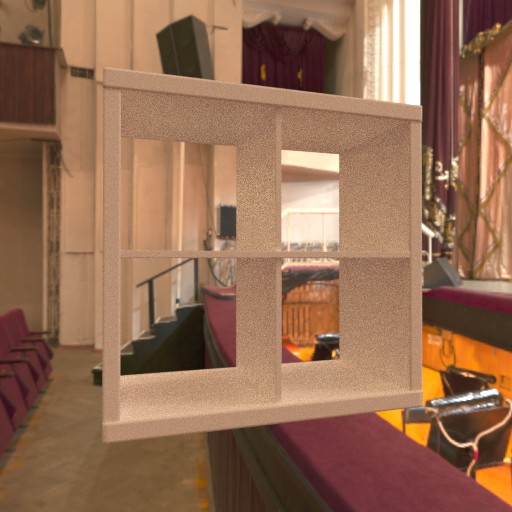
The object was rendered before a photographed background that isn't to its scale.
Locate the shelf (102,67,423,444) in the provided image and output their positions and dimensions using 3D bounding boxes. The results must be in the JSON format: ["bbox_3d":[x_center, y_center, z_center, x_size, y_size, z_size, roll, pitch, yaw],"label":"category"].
[{"bbox_3d":[0.000,0.000,1.226,0.790,0.786,0.390,0,0,-17],"label":"shelf"}]
